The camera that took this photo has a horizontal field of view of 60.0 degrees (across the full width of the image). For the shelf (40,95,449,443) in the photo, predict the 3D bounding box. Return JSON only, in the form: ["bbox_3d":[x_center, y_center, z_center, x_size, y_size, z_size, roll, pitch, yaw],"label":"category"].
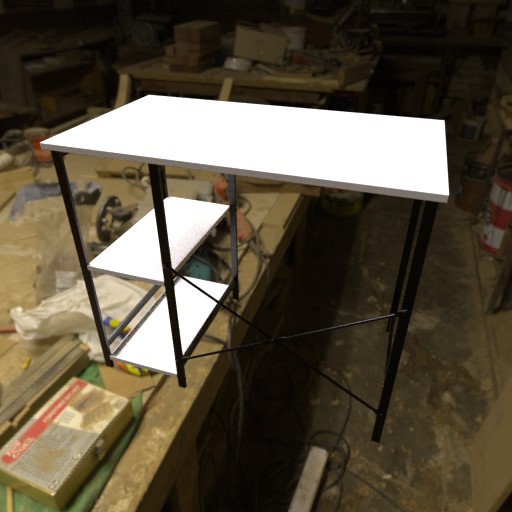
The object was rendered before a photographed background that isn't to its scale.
[{"bbox_3d":[0.000,0.000,1.319,0.902,0.750,0.498,10,34,16],"label":"shelf"}]
